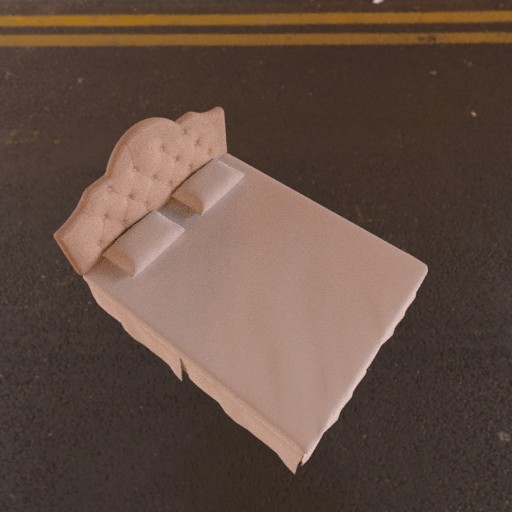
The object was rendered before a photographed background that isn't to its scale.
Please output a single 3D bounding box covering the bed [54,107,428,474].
[{"bbox_3d":[0.000,0.000,2.958,1.970,1.194,1.667,33,62,20],"label":"bed"}]
